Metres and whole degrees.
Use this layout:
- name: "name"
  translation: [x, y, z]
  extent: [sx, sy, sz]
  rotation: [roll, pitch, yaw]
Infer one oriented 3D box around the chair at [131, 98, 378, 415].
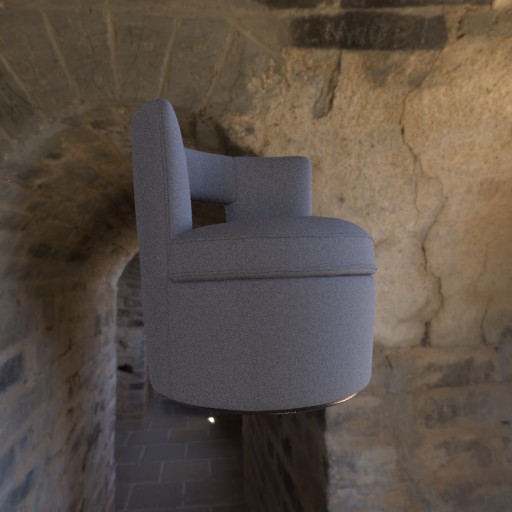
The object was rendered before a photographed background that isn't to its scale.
- name: "chair"
  translation: [0.000, 0.000, 1.251]
  extent: [0.660, 0.719, 0.689]
  rotation: [-1, -2, 36]
